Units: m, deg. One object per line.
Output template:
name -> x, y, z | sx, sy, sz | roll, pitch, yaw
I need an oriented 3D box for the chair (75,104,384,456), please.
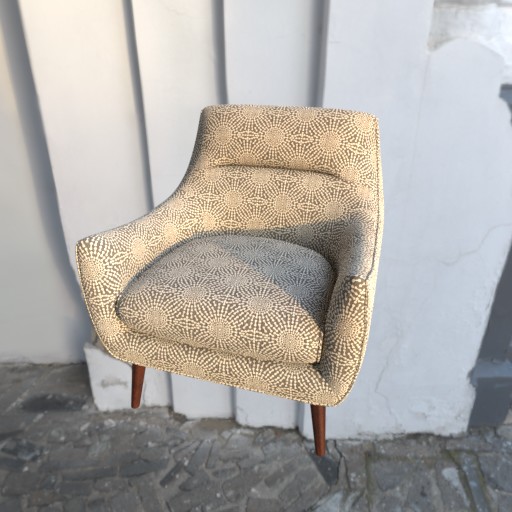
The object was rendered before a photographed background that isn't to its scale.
chair -> 0.000, 0.000, 1.426 | 0.762, 0.838, 0.787 | 8, 27, 16
